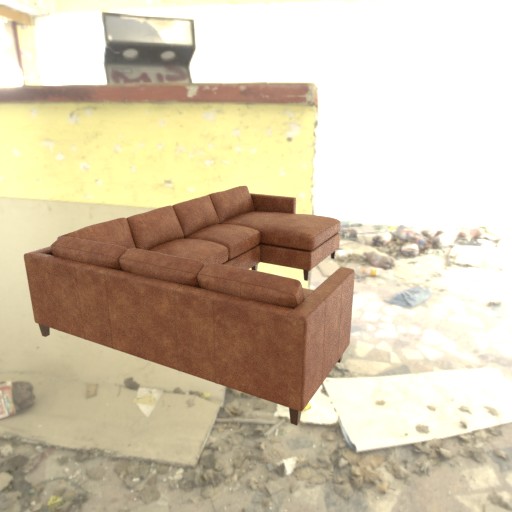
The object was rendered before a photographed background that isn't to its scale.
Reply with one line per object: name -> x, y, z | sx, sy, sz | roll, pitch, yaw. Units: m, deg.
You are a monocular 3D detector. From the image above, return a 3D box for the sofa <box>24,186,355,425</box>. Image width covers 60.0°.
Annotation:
sofa -> 0.000, 0.000, 4.460 | 2.452, 0.888, 3.324 | 10, 20, 27
